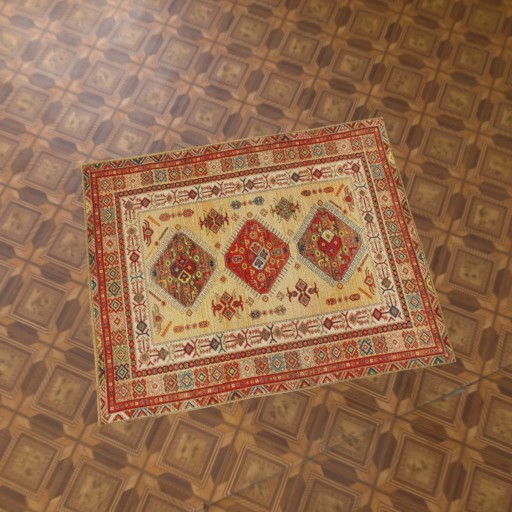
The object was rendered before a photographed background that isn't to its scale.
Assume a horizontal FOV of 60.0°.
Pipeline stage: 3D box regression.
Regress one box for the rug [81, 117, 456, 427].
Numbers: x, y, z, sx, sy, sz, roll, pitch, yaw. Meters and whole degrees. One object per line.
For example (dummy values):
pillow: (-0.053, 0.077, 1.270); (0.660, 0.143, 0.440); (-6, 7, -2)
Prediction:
rug: (0.000, 0.000, 4.077); (3.067, 0.005, 2.460); (-9, 74, -3)
